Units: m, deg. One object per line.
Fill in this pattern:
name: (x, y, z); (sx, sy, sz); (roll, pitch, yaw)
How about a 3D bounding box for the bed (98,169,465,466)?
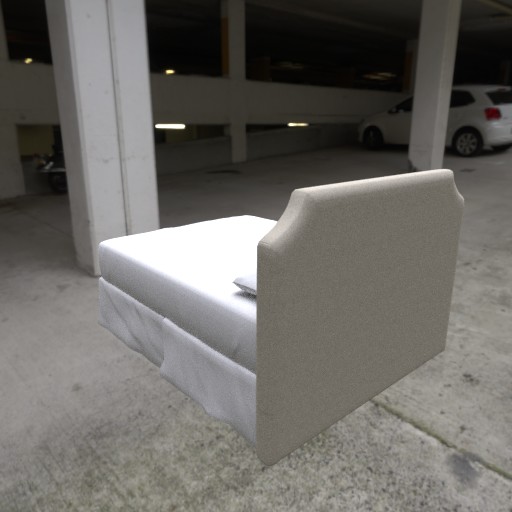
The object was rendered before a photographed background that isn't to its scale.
bed: (0.000, 0.000, 3.146); (1.693, 1.290, 2.116); (-14, 22, -39)
